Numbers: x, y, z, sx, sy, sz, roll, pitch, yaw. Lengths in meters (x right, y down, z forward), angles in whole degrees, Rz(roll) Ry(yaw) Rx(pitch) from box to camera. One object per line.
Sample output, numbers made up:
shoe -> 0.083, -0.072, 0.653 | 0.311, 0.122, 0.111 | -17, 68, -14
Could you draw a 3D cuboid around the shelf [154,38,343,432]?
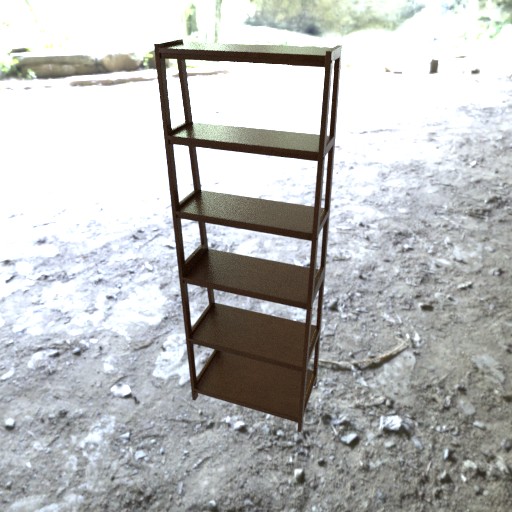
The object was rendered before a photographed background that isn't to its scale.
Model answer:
shelf -> 0.000, 0.000, 2.162 | 0.660, 1.892, 0.382 | 11, 33, 17
